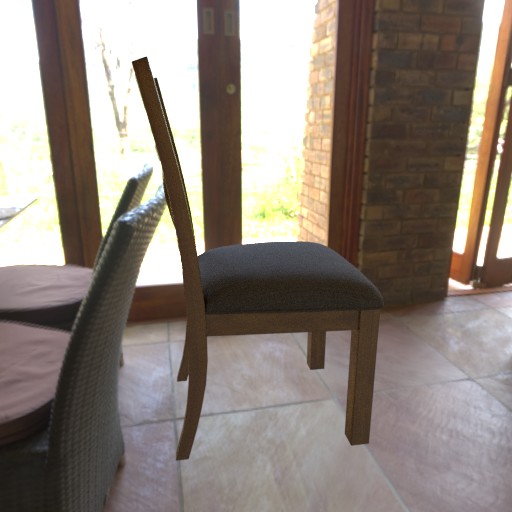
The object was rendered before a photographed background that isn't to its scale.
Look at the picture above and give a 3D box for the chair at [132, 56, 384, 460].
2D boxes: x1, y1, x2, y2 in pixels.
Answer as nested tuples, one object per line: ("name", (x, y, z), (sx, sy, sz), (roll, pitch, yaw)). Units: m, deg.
("chair", (0.000, 0.000, 1.224), (0.581, 0.949, 0.470), (-3, 16, -9))
